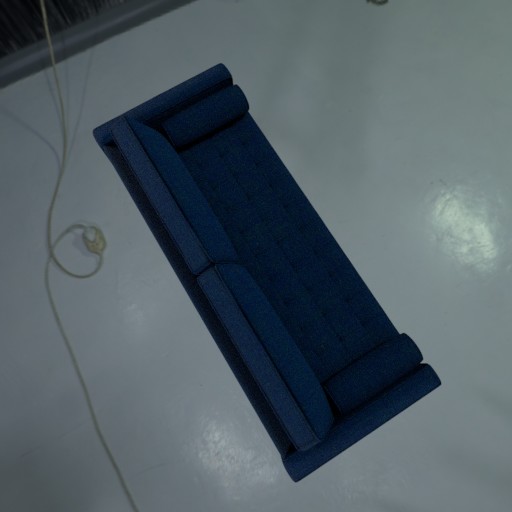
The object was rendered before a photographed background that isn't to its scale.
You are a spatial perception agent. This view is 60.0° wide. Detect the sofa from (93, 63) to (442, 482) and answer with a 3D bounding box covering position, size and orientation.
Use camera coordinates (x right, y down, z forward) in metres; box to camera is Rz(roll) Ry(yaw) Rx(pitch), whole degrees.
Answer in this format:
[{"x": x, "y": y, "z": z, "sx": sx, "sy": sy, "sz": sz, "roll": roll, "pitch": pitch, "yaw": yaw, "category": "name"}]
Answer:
[{"x": 0.000, "y": 0.000, "z": 2.581, "sx": 0.914, "sy": 0.762, "sz": 2.210, "roll": -31, "pitch": 78, "yaw": -7, "category": "sofa"}]
